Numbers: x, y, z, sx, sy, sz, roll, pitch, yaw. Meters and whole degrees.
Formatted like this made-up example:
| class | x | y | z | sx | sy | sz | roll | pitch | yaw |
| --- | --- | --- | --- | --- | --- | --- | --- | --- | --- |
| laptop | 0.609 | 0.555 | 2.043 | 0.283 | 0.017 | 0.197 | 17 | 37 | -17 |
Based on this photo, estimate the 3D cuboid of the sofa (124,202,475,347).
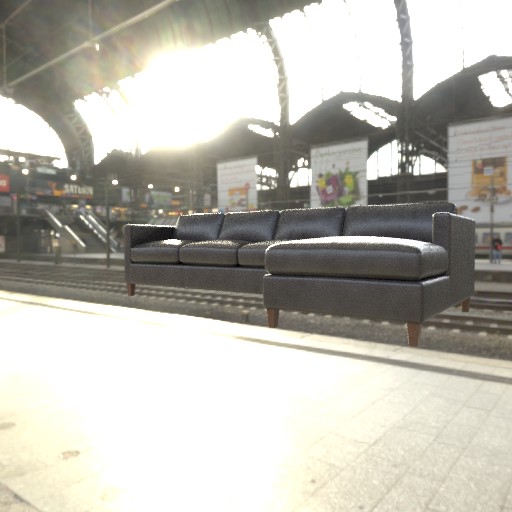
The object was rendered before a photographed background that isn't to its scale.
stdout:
| class | x | y | z | sx | sy | sz | roll | pitch | yaw |
| --- | --- | --- | --- | --- | --- | --- | --- | --- | --- |
| sofa | 0.000 | 0.000 | 3.835 | 3.203 | 0.883 | 1.581 | 1 | 2 | 35 |
